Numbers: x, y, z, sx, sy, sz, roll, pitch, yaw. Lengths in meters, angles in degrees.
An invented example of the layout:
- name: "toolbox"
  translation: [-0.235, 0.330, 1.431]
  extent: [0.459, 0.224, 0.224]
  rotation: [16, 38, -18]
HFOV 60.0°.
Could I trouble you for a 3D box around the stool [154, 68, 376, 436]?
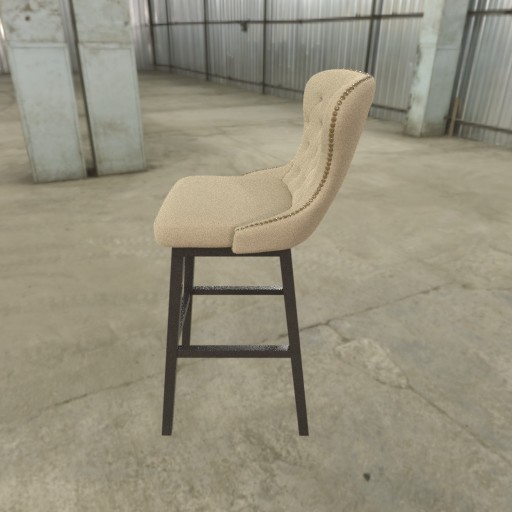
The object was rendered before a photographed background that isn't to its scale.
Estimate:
- name: "stool"
  translation: [0.000, 0.000, 1.387]
  extent: [0.605, 1.066, 0.528]
  rotation: [0, 26, 0]
